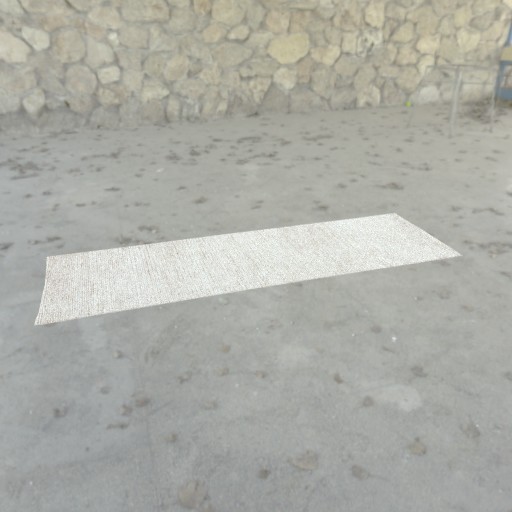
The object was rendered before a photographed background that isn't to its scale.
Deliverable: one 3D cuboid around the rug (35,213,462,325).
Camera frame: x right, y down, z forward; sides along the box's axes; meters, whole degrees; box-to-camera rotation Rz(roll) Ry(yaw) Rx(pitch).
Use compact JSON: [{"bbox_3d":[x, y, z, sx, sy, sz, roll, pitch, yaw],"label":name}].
[{"bbox_3d":[0.000,0.000,2.610,2.346,0.013,0.712,-8,28,-15],"label":"rug"}]
